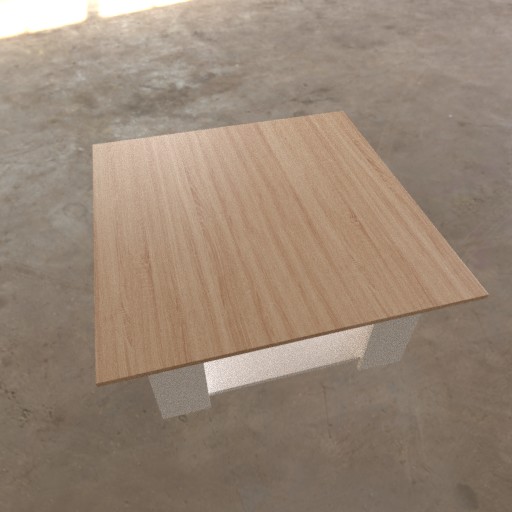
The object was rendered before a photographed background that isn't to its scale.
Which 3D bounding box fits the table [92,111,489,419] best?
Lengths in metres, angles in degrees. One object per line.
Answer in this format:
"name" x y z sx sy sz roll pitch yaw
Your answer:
"table" 0.000 0.000 1.052 0.670 0.305 0.670 -11 47 -10
